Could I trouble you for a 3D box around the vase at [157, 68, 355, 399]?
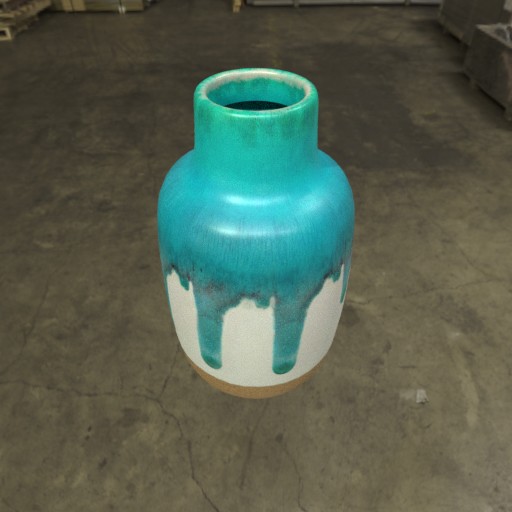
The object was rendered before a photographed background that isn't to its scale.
[{"bbox_3d":[0.000,0.000,0.252,0.106,0.192,0.106,0,42,0],"label":"vase"}]
